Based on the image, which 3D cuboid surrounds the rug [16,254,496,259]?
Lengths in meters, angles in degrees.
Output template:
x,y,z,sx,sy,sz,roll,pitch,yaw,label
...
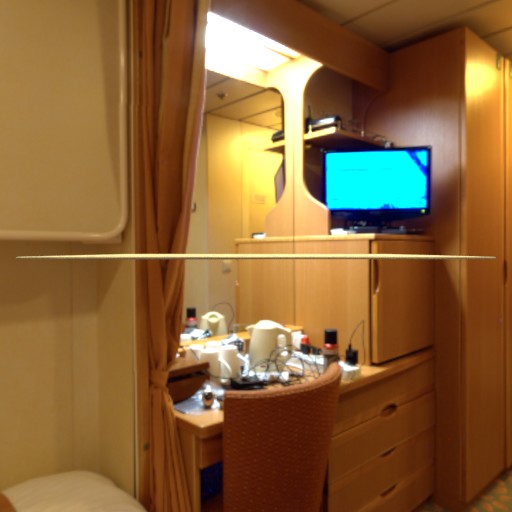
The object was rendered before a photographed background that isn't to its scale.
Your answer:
x,y,z,sx,sy,sz,roll,pitch,yaw,label
0.000,0.000,3.808,2.895,0.018,2.288,0,1,0,rug
